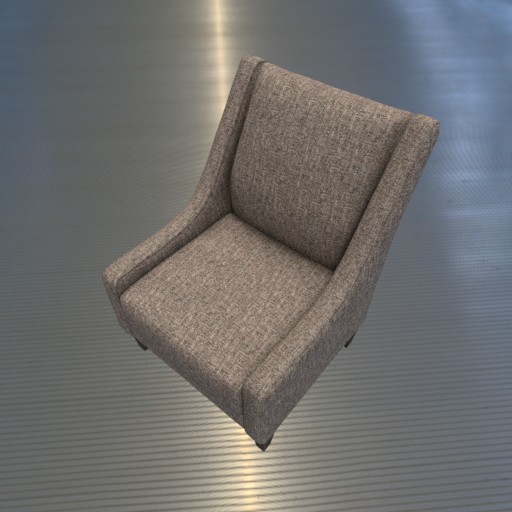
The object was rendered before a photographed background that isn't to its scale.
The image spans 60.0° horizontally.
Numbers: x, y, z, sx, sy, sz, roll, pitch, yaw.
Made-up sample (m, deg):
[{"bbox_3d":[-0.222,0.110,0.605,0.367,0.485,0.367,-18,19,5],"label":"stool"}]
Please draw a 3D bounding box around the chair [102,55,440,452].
[{"bbox_3d":[0.000,0.000,1.614,0.774,1.014,0.870,31,54,26],"label":"chair"}]
